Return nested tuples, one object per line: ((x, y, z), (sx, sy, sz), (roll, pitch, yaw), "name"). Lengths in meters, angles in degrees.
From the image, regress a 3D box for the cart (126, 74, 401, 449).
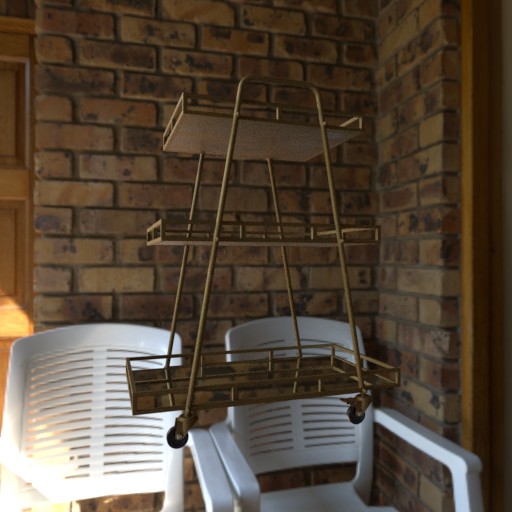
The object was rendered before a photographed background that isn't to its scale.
((0.000, 0.000, 1.289), (0.711, 0.883, 0.441), (0, 0, -19), "cart")
